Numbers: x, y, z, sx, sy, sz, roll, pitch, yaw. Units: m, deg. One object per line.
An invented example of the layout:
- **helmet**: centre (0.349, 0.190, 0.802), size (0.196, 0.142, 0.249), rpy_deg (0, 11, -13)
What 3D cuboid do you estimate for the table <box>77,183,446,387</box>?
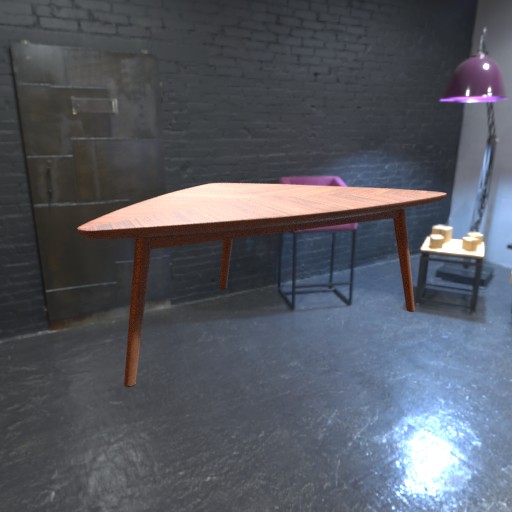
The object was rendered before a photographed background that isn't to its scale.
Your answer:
- **table**: centre (0.000, 0.000, 1.309), size (1.008, 0.365, 0.601), rpy_deg (-9, 19, -27)
